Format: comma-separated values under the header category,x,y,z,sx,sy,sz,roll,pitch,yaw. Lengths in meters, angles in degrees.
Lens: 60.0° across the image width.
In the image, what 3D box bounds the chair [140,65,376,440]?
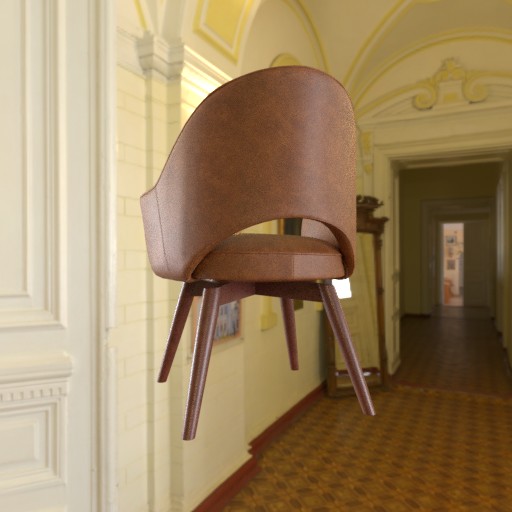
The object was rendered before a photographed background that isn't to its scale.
category,x,y,z,sx,sy,sz,roll,pitch,yaw
chair,0.000,0.000,1.207,0.591,0.777,0.640,0,0,-19
